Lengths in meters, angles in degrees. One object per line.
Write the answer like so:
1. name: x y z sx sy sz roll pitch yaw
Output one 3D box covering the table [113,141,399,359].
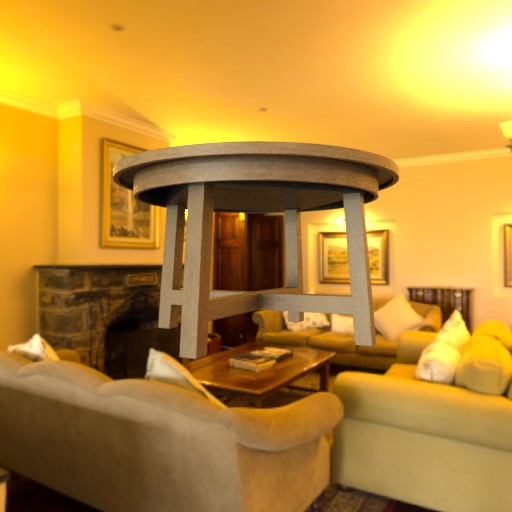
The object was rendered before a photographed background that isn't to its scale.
1. table: 0.000 0.000 2.145 1.319 0.762 1.319 0 0 0
